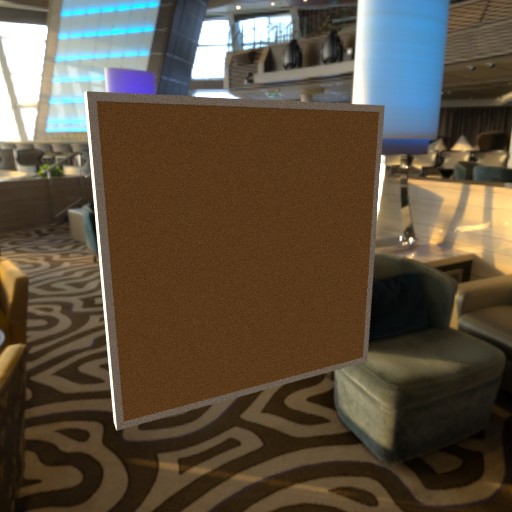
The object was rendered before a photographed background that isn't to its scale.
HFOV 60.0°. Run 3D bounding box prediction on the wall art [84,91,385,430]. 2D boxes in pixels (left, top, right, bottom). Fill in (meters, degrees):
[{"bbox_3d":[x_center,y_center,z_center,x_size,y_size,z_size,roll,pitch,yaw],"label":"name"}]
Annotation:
[{"bbox_3d":[0.000,0.000,1.144,0.762,0.762,0.038,-7,16,-26],"label":"wall art"}]
